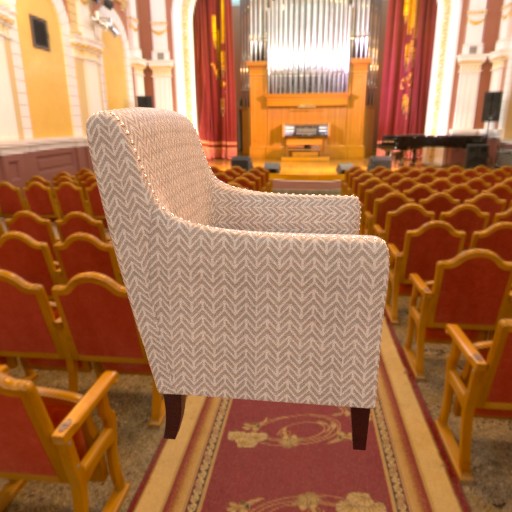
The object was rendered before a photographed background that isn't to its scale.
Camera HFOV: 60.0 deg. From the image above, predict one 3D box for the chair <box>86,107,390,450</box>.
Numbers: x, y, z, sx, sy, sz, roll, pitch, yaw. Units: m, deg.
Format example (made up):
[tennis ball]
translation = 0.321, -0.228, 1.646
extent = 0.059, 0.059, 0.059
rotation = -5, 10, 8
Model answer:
[chair]
translation = 0.000, 0.000, 1.285
extent = 0.651, 0.816, 0.623
rotation = 2, 17, 7
